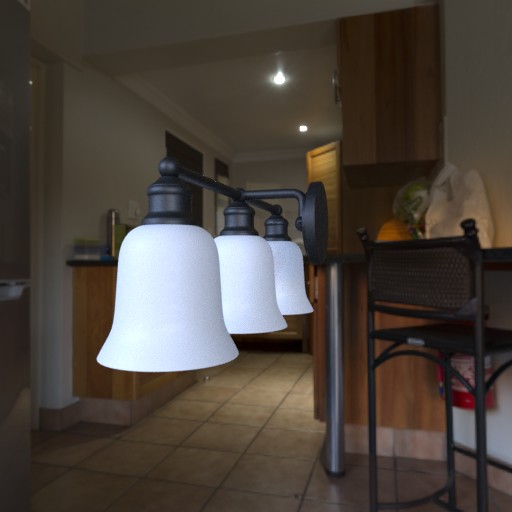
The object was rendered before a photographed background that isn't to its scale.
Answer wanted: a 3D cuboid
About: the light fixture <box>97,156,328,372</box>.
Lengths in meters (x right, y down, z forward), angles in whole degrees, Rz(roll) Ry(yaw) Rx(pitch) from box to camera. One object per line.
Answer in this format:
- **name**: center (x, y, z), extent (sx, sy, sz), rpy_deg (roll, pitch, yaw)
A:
- **light fixture**: center (0.000, 0.000, 0.662), extent (0.198, 0.211, 0.570), rpy_deg (0, 0, 18)
